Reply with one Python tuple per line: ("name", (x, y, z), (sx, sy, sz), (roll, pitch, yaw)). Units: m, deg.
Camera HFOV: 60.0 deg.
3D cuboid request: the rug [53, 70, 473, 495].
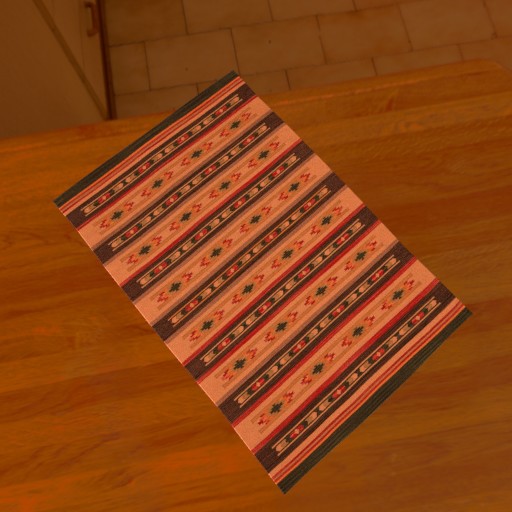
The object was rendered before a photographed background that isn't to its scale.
("rug", (0.000, 0.000, 2.220), (1.221, 0.009, 1.825), (-40, 79, -10))
